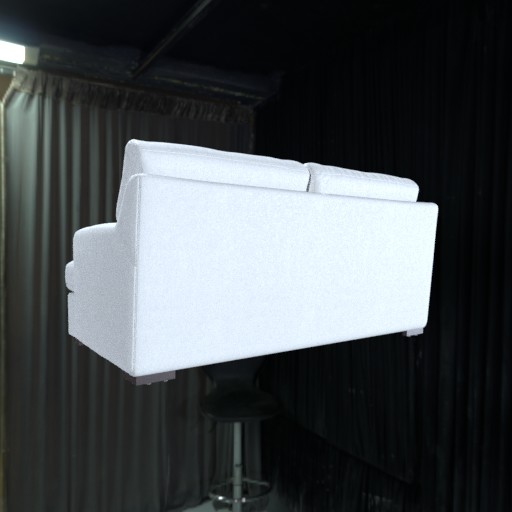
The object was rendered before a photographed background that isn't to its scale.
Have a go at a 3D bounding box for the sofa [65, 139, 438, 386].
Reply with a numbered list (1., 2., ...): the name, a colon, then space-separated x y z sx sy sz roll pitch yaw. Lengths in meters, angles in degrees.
1. sofa: 0.000 0.000 2.512 1.880 0.940 1.143 -1 1 -35
